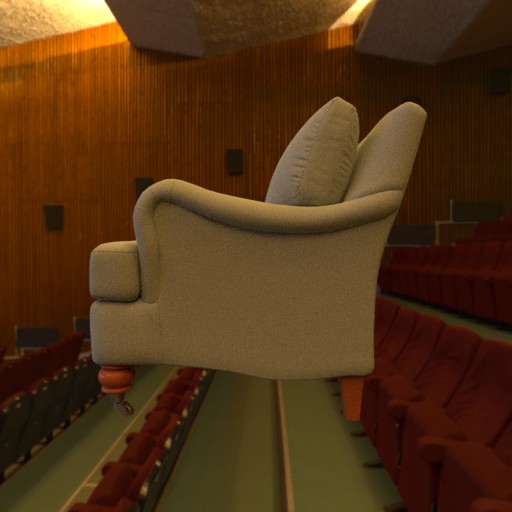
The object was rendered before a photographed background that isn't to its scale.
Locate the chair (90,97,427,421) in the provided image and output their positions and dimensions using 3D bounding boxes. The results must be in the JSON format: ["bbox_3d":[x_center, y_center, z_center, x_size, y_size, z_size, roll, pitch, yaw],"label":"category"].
[{"bbox_3d":[0.000,0.000,1.802,1.070,1.038,0.955,0,1,1],"label":"chair"}]
